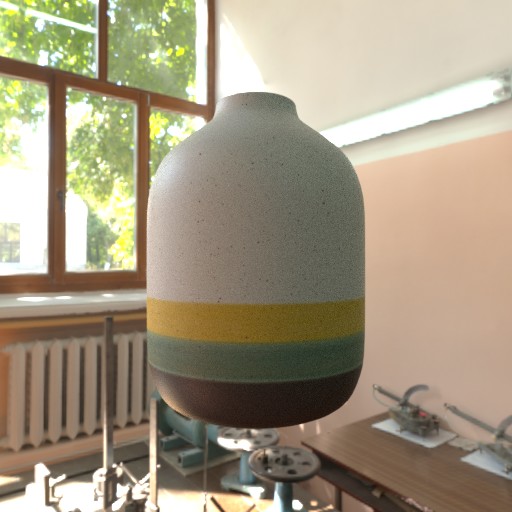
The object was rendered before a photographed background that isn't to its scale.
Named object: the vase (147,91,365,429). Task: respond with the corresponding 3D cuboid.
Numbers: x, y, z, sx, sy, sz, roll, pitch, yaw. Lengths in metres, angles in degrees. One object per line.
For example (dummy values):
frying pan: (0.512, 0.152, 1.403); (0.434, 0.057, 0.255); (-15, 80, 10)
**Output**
vase: (0.000, 0.000, 0.354); (0.169, 0.240, 0.169); (0, -1, 0)
